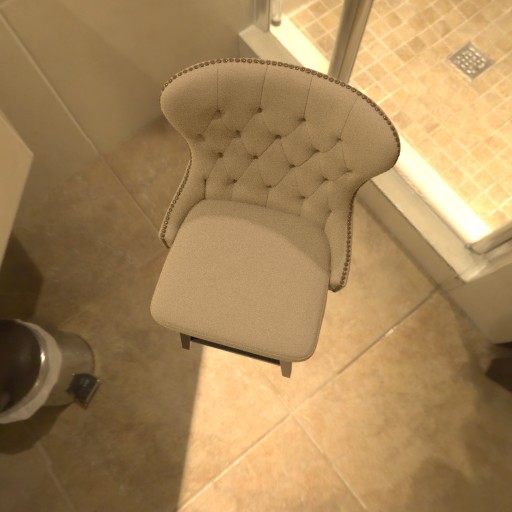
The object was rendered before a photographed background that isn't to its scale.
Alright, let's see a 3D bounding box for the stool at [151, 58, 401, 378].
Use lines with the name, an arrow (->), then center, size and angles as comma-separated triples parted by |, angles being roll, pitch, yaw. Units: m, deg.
stool -> 0.000, 0.000, 1.304 | 0.528, 0.971, 0.593 | 15, 75, 4
